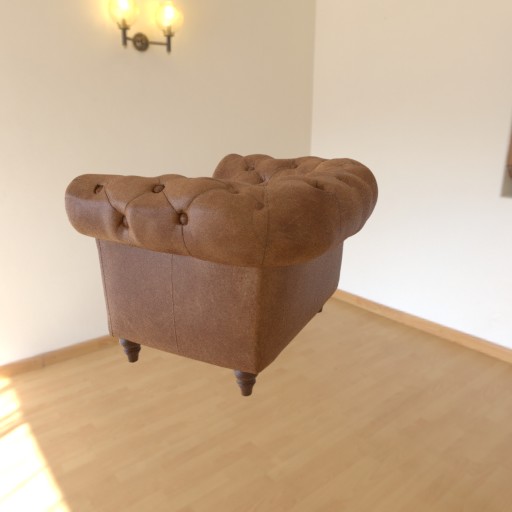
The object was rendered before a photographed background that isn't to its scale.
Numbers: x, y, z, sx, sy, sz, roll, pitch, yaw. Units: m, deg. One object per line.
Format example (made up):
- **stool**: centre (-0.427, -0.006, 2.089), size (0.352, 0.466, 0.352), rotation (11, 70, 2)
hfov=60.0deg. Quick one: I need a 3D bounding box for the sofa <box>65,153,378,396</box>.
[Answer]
- **sofa**: centre (0.000, 0.000, 2.112), size (1.033, 0.878, 1.405), rotation (8, 18, 25)
